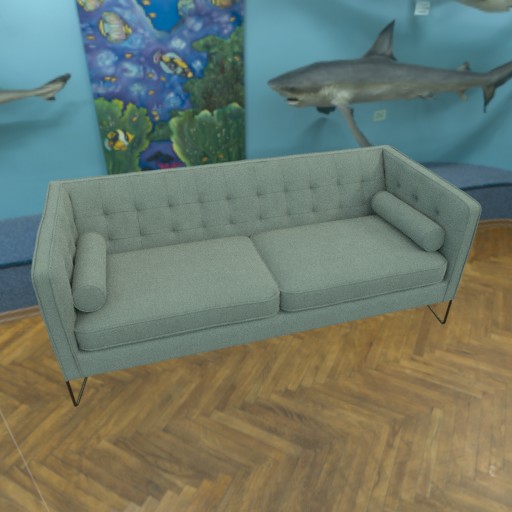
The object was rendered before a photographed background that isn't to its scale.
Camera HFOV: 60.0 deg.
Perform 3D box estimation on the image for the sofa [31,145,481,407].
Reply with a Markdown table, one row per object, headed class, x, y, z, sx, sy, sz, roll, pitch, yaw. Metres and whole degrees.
| class | x | y | z | sx | sy | sz | roll | pitch | yaw |
| --- | --- | --- | --- | --- | --- | --- | --- | --- | --- |
| sofa | 0.000 | 0.000 | 2.473 | 2.079 | 0.798 | 0.912 | -9 | 34 | -14 |
